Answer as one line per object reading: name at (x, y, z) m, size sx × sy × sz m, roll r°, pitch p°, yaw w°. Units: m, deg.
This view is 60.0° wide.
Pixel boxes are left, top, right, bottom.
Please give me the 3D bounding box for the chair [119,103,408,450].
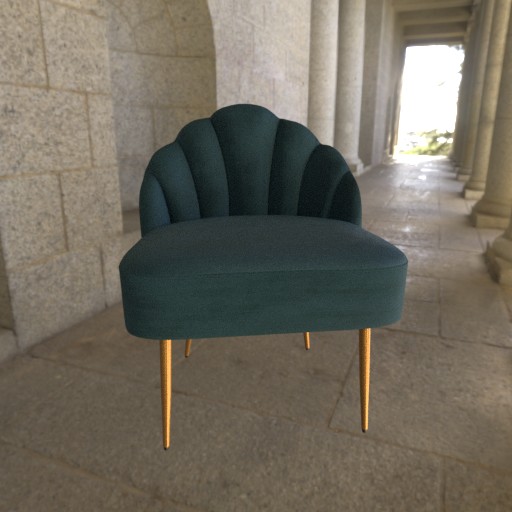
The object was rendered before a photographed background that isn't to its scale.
chair at (0.000, 0.000, 1.214) m, size 0.657 × 0.819 × 0.599 m, roll -2°, pitch 16°, yaw -7°
